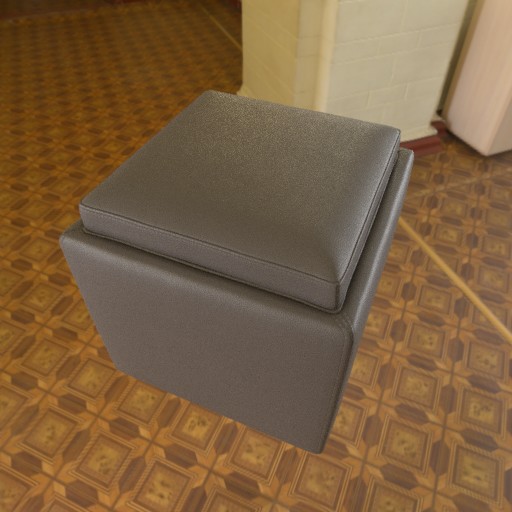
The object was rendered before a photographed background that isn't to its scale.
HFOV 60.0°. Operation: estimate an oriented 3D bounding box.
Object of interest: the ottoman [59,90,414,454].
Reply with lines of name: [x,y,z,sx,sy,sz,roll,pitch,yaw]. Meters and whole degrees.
ottoman: [0.000,0.000,0.824,0.450,0.460,0.451,17,48,16]
